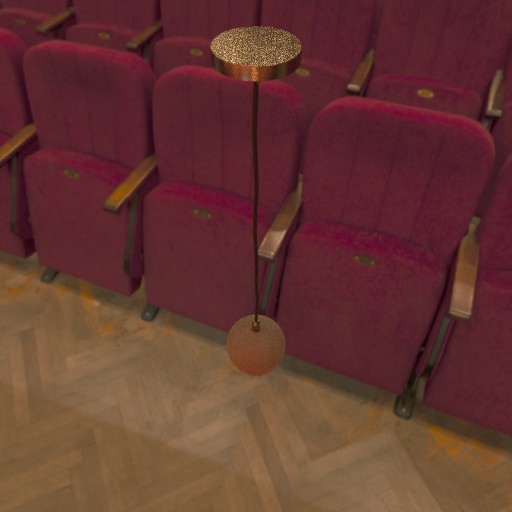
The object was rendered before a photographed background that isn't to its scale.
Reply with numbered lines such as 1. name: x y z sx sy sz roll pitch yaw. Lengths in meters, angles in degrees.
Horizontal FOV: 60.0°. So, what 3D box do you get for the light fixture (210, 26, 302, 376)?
1. light fixture: 0.000 0.000 0.817 0.139 0.764 0.139 18 51 15
